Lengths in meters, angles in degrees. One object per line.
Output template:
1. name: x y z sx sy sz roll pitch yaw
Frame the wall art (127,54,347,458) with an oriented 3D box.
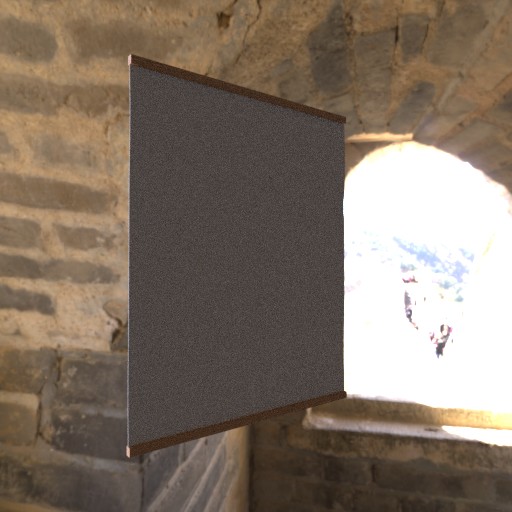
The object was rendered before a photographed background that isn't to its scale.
1. wall art: 0.000 0.000 0.682 0.404 0.507 0.010 1 -1 -37
